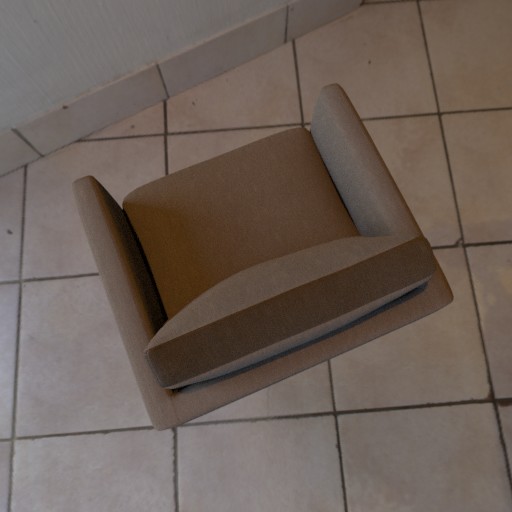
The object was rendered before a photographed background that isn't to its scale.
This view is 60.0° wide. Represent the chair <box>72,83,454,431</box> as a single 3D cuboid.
[{"bbox_3d":[0.000,0.000,1.798,1.107,0.963,0.959,-22,77,-5],"label":"chair"}]
